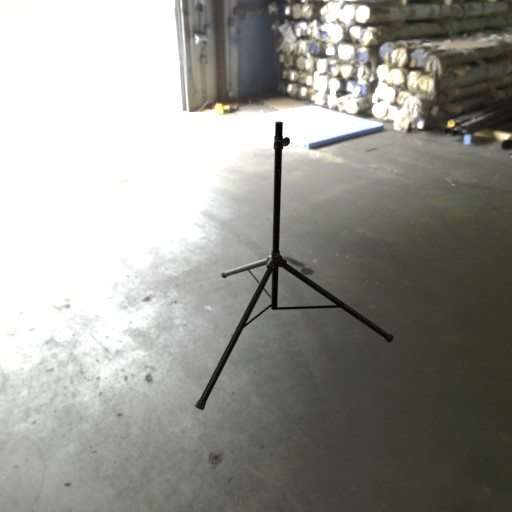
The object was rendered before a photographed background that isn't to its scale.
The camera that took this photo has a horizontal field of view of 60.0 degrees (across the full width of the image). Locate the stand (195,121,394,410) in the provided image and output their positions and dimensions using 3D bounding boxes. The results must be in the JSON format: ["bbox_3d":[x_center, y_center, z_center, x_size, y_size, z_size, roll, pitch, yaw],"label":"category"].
[{"bbox_3d":[0.000,0.000,2.828,1.596,1.595,1.339,20,36,29],"label":"stand"}]
